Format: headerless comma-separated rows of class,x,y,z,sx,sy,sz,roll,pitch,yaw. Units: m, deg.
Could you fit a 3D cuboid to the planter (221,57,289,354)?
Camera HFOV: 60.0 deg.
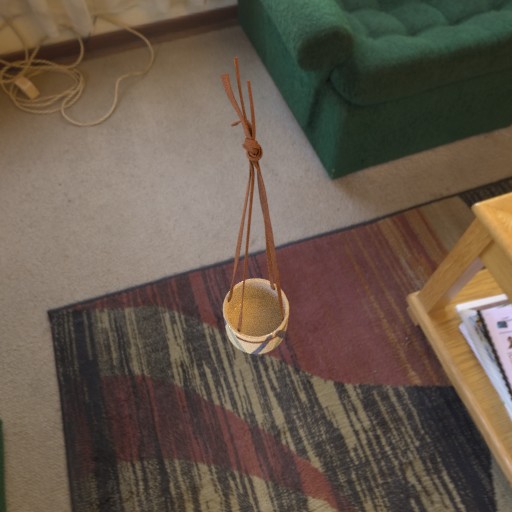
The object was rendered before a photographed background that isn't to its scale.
planter,0.000,0.000,0.812,0.153,0.753,0.157,-33,65,-17
